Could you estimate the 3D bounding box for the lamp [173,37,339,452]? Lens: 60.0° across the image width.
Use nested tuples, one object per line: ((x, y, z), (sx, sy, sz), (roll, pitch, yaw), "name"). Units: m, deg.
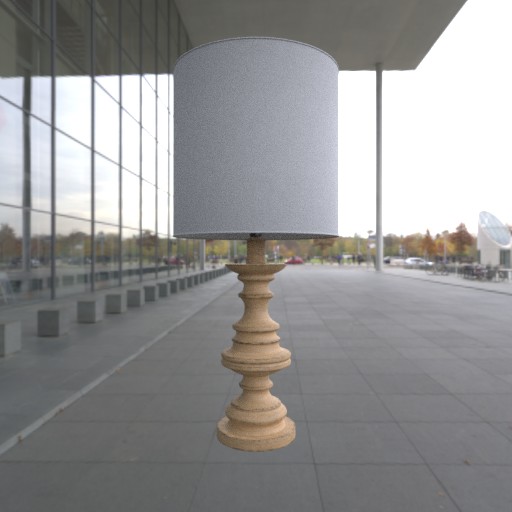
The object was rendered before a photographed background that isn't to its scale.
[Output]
((0.000, 0.000, 0.565), (0.208, 0.455, 0.208), (0, 0, 18), "lamp")
